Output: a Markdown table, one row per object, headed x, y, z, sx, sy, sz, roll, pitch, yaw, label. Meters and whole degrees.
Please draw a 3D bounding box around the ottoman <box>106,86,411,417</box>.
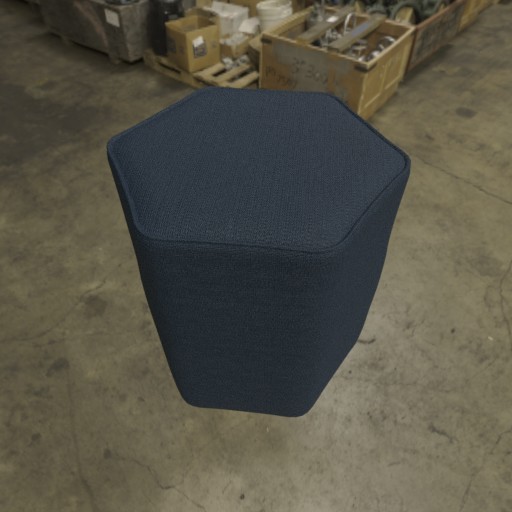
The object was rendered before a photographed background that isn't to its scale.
| x | y | z | sx | sy | sz | roll | pitch | yaw | label |
| --- | --- | --- | --- | --- | --- | --- | --- | --- | --- |
| 0.000 | 0.000 | 0.878 | 0.454 | 0.505 | 0.492 | 31 | 54 | 27 | ottoman |
